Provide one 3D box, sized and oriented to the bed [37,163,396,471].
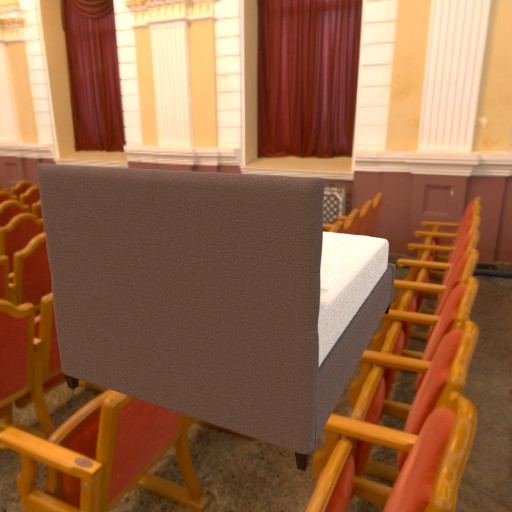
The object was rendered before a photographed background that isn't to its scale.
[{"bbox_3d":[0.000,0.000,3.260,1.696,1.426,2.233,8,18,25],"label":"bed"}]
